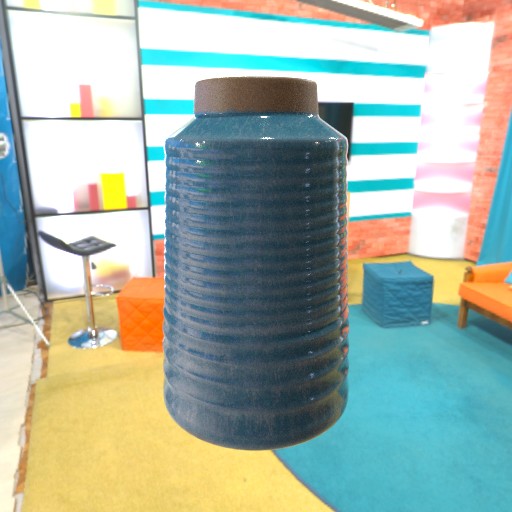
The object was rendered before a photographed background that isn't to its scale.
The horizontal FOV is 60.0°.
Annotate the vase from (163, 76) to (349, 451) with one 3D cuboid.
[{"bbox_3d":[0.000,0.000,0.365,0.163,0.267,0.163,0,16,0],"label":"vase"}]
